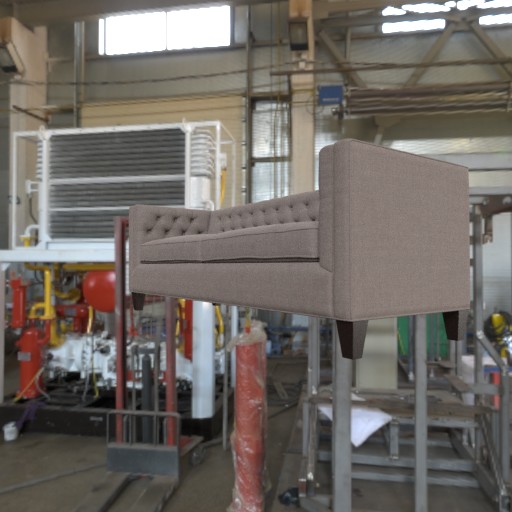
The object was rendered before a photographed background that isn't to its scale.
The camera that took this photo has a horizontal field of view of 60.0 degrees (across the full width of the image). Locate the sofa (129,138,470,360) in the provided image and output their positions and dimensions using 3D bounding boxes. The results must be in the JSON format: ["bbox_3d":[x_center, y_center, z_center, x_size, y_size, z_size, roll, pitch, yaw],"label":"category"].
[{"bbox_3d":[0.000,0.000,2.590,0.775,0.762,2.159,1,-2,-35],"label":"sofa"}]
